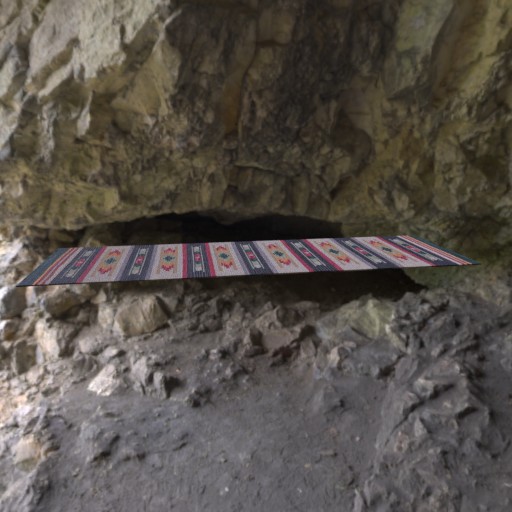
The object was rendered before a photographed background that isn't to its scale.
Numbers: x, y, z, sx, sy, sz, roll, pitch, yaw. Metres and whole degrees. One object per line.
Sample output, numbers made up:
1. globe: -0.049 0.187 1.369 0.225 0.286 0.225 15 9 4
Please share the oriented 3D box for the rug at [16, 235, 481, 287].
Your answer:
1. rug: 0.000 0.000 2.657 2.440 0.009 0.760 -2 15 -9
